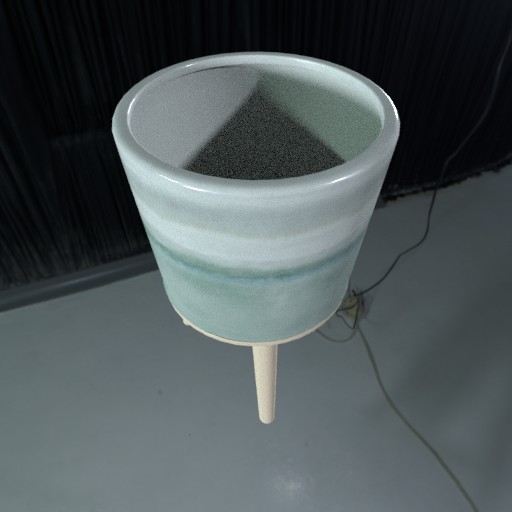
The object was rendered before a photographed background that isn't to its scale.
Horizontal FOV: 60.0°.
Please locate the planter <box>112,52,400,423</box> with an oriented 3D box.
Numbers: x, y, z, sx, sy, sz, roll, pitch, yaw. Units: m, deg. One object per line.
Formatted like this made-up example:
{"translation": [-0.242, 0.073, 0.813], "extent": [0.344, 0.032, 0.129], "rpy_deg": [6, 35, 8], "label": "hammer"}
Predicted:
{"translation": [0.000, 0.000, 0.559], "extent": [0.265, 0.404, 0.265], "rpy_deg": [-18, 48, -17], "label": "planter"}
